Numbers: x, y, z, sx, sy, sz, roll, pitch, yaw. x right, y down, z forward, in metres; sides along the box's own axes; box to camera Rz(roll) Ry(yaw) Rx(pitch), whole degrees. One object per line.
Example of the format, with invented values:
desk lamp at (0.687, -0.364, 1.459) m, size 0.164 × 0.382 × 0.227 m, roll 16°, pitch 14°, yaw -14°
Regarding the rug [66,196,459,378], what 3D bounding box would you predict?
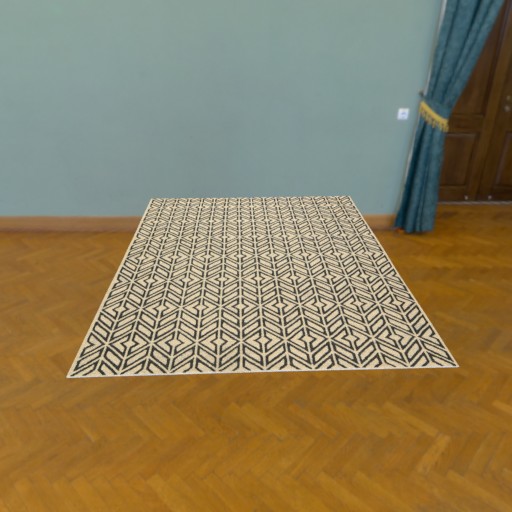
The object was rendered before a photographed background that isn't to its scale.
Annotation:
rug at (0.000, 0.000, 4.068) m, size 2.421 × 0.008 × 3.045 m, roll -1°, pitch 28°, yaw -2°
